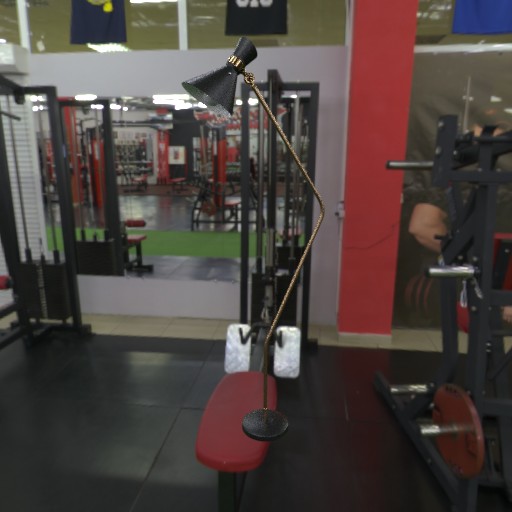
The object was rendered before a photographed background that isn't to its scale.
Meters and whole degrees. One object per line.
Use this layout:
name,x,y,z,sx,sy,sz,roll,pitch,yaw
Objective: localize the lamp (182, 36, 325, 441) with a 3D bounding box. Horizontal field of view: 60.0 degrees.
lamp,0.000,0.000,1.577,0.467,1.438,0.277,2,14,9
